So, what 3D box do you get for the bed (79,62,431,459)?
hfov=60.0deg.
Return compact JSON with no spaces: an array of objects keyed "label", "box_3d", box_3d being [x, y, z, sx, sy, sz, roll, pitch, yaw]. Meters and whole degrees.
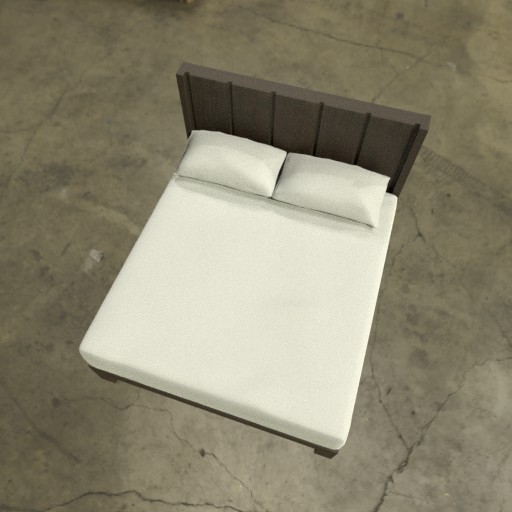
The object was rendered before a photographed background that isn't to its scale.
[{"label":"bed","box_3d":[0.000,0.000,3.050,1.735,1.261,1.992,16,61,9]}]
